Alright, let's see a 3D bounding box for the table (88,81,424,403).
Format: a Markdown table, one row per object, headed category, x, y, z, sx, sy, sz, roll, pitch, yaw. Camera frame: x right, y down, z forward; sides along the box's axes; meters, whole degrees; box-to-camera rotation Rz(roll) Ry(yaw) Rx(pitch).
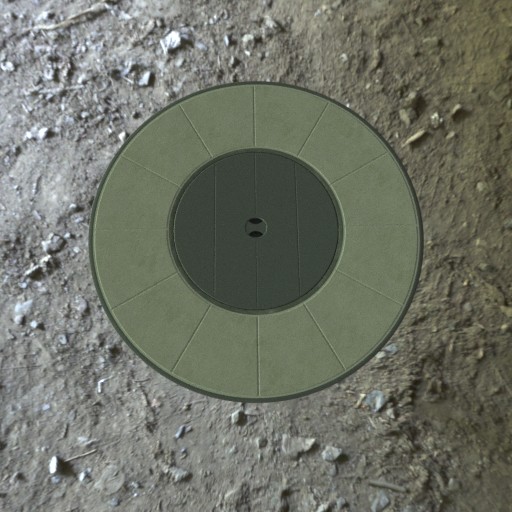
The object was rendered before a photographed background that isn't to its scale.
| category | x | y | z | sx | sy | sz | roll | pitch | yaw |
| --- | --- | --- | --- | --- | --- | --- | --- | --- | --- |
| table | 0.000 | 0.000 | 1.527 | 0.914 | 0.650 | 0.914 | 0 | 76 | 0 |
